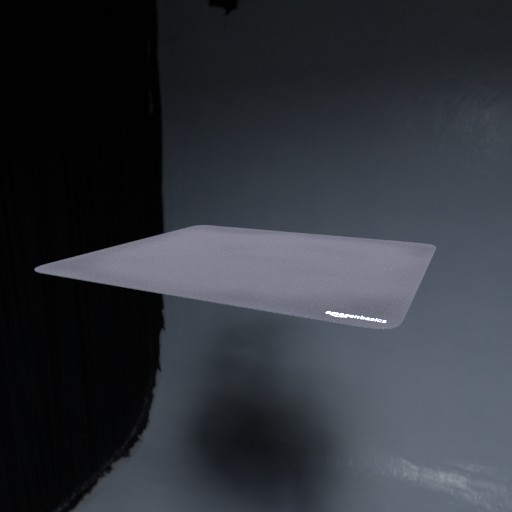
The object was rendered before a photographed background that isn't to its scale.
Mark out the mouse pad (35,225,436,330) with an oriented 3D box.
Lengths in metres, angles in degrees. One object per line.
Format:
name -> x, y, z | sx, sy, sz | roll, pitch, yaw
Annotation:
mouse pad -> 0.000, 0.000, 0.630 | 0.451, 0.002, 0.393 | 6, 15, 25
